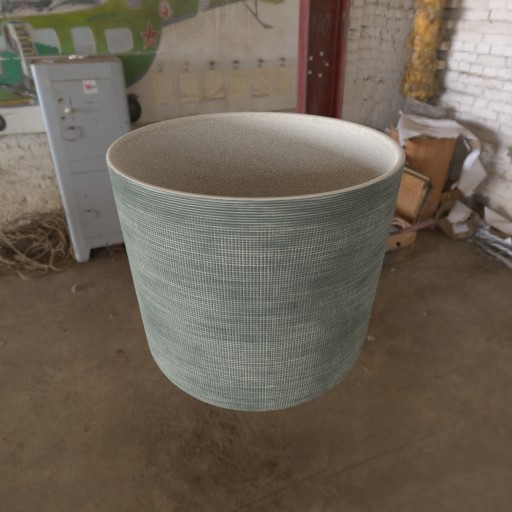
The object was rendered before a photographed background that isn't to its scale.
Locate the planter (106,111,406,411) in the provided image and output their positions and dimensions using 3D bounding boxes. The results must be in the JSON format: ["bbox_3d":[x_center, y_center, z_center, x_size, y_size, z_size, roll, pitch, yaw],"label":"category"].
[{"bbox_3d":[0.000,0.000,0.777,0.440,0.398,0.440,0,30,0],"label":"planter"}]
